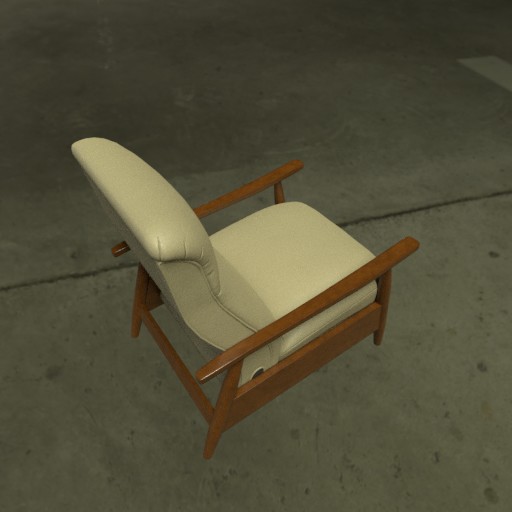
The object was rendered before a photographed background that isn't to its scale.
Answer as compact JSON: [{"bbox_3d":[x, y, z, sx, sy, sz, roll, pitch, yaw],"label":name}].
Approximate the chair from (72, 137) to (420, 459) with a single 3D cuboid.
[{"bbox_3d":[0.000,0.000,1.767,1.014,1.082,0.762,-25,48,-25],"label":"chair"}]
